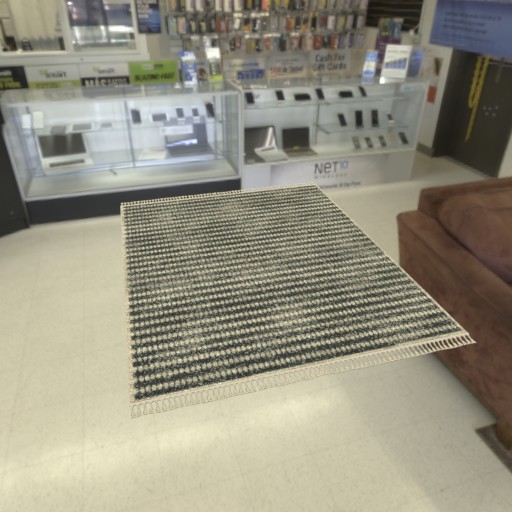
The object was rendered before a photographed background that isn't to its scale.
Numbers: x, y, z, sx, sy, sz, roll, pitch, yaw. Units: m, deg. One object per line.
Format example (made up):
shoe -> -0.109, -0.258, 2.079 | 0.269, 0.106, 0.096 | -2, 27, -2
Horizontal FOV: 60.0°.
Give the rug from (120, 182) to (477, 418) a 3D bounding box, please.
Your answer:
rug -> 0.000, 0.000, 3.887 | 2.256, 0.013, 2.910 | -8, 33, -13
